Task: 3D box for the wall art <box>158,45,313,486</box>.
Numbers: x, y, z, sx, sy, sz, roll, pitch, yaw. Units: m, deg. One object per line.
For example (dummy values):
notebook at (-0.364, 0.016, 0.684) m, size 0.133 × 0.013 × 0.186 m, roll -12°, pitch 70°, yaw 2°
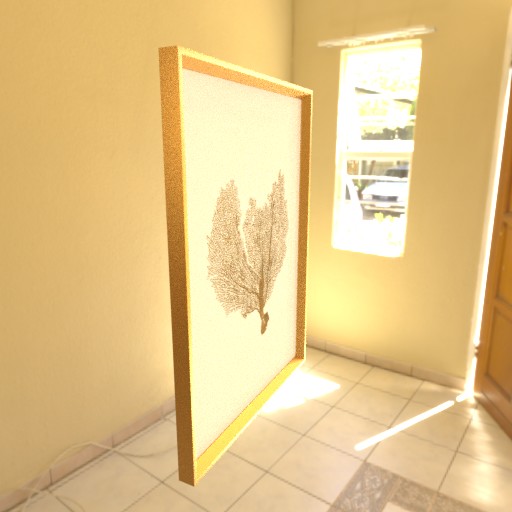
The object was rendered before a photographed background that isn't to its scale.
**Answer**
wall art at (0.000, 0.000, 1.060) m, size 0.038 × 0.812 × 0.610 m, roll 7°, pitch 15°, yaw 26°
